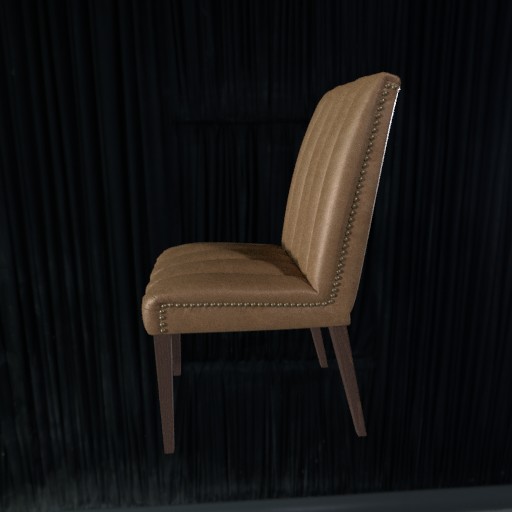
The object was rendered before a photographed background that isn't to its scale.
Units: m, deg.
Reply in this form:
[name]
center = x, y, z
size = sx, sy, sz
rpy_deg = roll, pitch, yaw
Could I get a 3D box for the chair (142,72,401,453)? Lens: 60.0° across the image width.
[chair]
center = 0.000, 0.000, 1.366
size = 0.647, 1.016, 0.511
rpy_deg = -2, 15, -7
